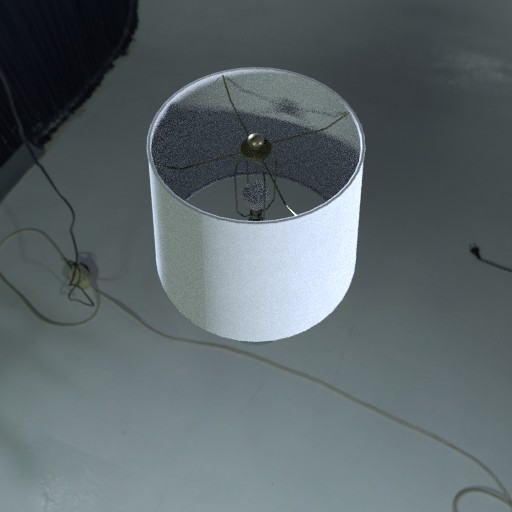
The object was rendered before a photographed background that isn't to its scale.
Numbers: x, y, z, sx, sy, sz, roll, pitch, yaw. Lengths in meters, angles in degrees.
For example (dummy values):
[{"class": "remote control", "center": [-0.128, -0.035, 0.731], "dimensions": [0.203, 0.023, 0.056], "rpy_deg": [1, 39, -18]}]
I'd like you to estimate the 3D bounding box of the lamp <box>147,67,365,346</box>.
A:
[{"class": "lamp", "center": [0.000, 0.000, 0.554], "dimensions": [0.239, 0.399, 0.239], "rpy_deg": [0, 59, 0]}]
